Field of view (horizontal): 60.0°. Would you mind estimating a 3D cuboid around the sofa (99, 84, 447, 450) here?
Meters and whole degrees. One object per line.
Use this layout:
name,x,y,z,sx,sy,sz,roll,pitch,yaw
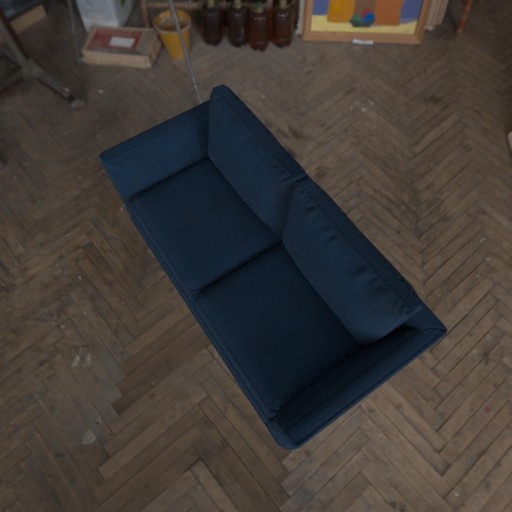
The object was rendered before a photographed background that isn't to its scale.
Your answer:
sofa,0.000,0.000,2.369,0.853,1.002,1.770,-32,68,-15
